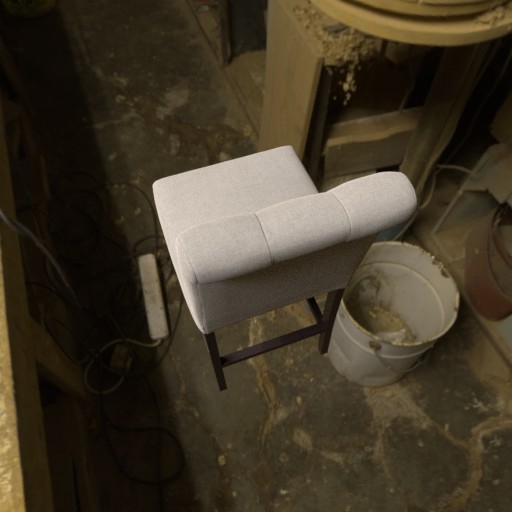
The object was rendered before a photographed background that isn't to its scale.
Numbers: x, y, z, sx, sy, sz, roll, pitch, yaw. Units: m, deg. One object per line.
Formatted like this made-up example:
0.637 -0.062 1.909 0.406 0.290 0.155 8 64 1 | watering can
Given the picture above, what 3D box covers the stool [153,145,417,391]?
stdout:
0.000 0.000 1.359 0.493 1.040 0.601 -17 60 -10 | stool
